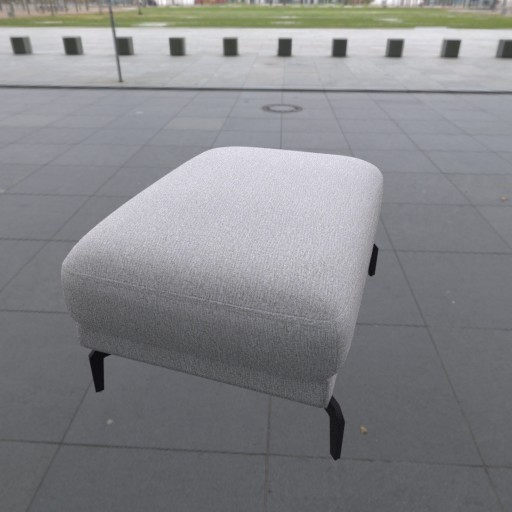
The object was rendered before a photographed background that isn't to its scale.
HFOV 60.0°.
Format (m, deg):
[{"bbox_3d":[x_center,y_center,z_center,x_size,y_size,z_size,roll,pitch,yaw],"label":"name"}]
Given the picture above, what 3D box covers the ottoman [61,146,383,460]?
[{"bbox_3d":[0.000,0.000,1.104,0.568,0.420,0.772,9,31,16],"label":"ottoman"}]
